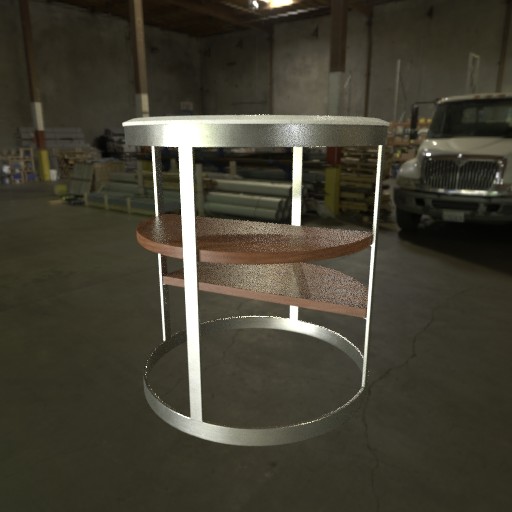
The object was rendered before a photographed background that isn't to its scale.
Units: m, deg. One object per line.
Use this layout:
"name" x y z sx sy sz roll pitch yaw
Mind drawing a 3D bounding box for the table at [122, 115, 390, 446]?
"table" 0.000 0.000 0.761 0.407 0.447 0.407 0 15 0
